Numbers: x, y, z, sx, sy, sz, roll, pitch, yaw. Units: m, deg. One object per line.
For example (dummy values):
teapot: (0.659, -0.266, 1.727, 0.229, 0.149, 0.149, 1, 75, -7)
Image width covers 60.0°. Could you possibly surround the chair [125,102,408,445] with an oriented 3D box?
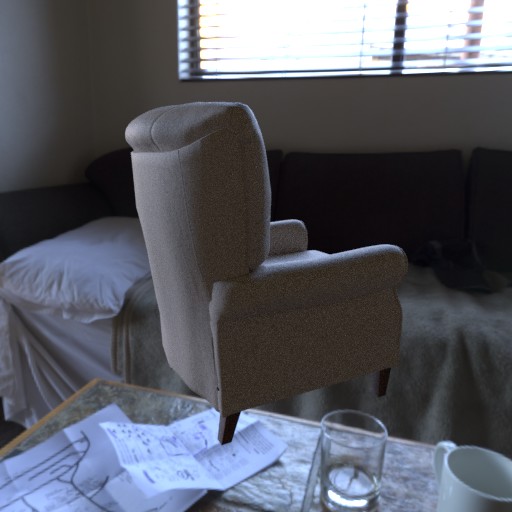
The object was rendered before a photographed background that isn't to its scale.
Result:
chair: (0.000, 0.000, 1.918, 1.025, 1.209, 0.942, -7, 15, -26)
